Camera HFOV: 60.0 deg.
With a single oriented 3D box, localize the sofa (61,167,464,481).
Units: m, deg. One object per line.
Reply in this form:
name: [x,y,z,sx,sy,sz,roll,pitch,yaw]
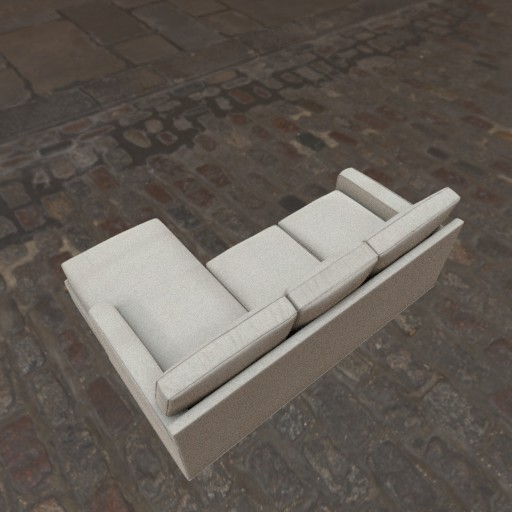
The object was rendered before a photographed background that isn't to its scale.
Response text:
sofa: [0.000,0.000,2.841,2.087,0.861,1.496,-31,54,-25]
